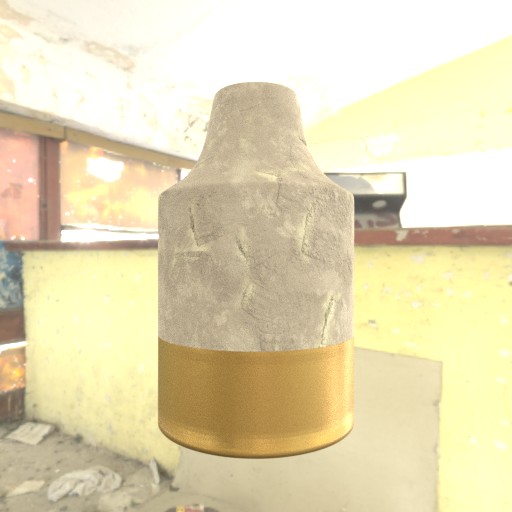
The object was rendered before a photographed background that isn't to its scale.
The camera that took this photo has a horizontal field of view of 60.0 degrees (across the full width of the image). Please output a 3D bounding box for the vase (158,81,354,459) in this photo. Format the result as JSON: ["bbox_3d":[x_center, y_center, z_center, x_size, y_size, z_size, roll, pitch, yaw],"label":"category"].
[{"bbox_3d":[0.000,0.000,0.425,0.184,0.305,0.184,0,0,0],"label":"vase"}]
